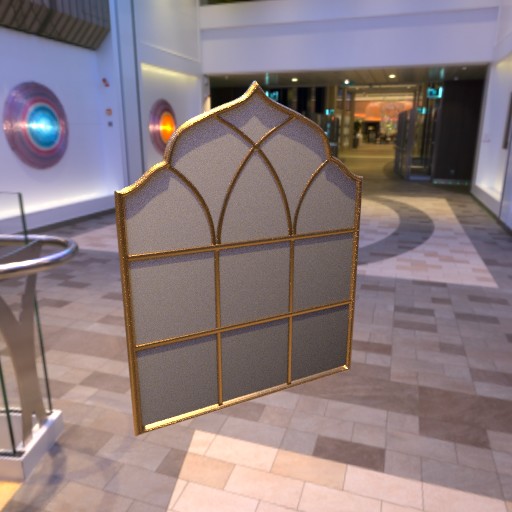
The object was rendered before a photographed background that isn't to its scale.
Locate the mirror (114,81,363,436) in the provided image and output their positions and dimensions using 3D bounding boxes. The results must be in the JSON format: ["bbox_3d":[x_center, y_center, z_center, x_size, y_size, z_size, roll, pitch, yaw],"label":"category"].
[{"bbox_3d":[0.000,0.000,0.860,0.513,0.635,0.018,-8,18,-27],"label":"mirror"}]
